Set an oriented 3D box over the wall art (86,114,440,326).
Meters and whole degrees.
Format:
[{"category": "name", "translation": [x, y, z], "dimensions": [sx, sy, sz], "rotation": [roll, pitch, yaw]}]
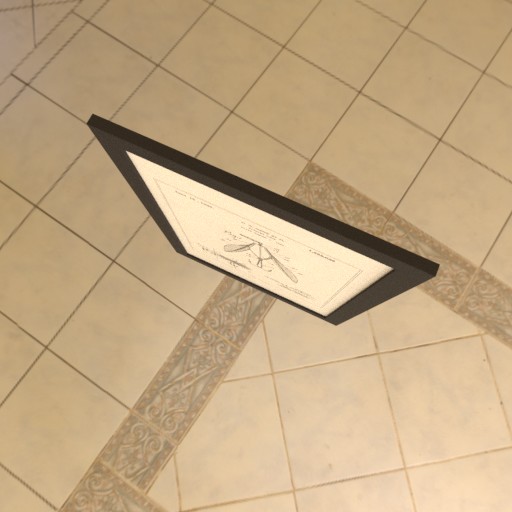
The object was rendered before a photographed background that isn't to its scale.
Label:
[{"category": "wall art", "translation": [0.000, 0.000, 0.698], "dimensions": [0.380, 0.534, 0.013], "rotation": [24, 77, 6]}]
